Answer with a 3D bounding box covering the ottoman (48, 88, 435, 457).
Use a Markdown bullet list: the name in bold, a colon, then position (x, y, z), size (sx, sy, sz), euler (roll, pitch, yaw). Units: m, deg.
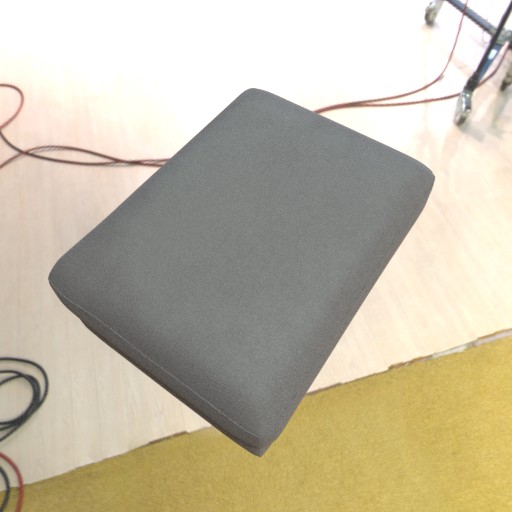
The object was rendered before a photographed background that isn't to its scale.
- **ottoman**: position (0.000, 0.000, 1.171), size (0.608, 0.449, 0.811), euler (31, 63, 18)
